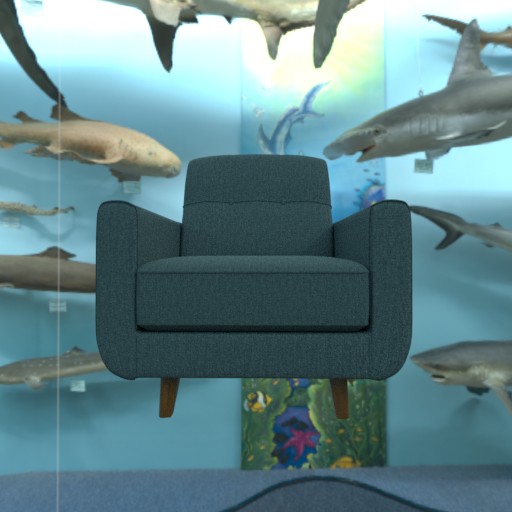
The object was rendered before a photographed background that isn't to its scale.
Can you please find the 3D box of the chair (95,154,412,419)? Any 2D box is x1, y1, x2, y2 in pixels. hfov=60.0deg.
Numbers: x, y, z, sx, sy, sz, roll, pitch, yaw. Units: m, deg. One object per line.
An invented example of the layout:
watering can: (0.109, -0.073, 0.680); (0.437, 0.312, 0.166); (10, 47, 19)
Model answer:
chair: (0.000, 0.000, 1.691); (0.880, 0.940, 0.964); (0, -1, 1)
